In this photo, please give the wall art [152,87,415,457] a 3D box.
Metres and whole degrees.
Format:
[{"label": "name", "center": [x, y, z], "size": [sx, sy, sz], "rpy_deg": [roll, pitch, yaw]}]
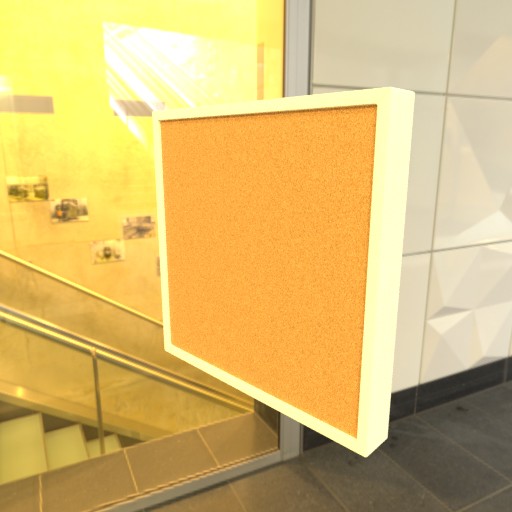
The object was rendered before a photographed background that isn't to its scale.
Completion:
[{"label": "wall art", "center": [0.000, 0.000, 0.466], "size": [0.305, 0.305, 0.038], "rpy_deg": [13, 19, 43]}]
